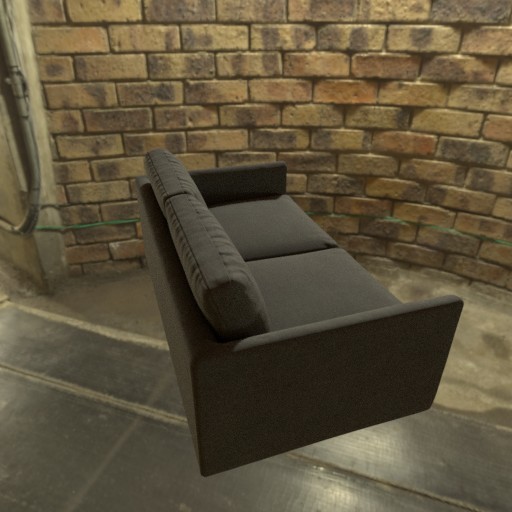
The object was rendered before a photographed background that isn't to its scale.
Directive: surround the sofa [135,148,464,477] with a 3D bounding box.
[{"bbox_3d":[0.000,0.000,2.458,1.091,0.845,1.909,-10,31,-16],"label":"sofa"}]
